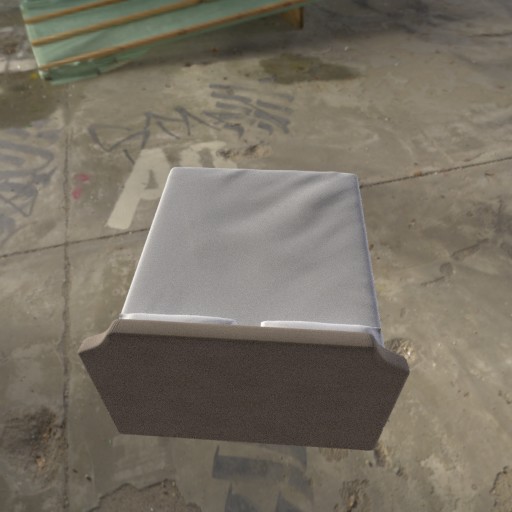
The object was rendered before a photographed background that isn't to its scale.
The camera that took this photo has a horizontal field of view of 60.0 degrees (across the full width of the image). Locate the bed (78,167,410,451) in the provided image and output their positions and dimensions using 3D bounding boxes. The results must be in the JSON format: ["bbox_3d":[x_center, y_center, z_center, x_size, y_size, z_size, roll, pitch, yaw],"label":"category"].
[{"bbox_3d":[0.000,0.000,3.555,1.977,1.293,2.498,3,46,3],"label":"bed"}]
